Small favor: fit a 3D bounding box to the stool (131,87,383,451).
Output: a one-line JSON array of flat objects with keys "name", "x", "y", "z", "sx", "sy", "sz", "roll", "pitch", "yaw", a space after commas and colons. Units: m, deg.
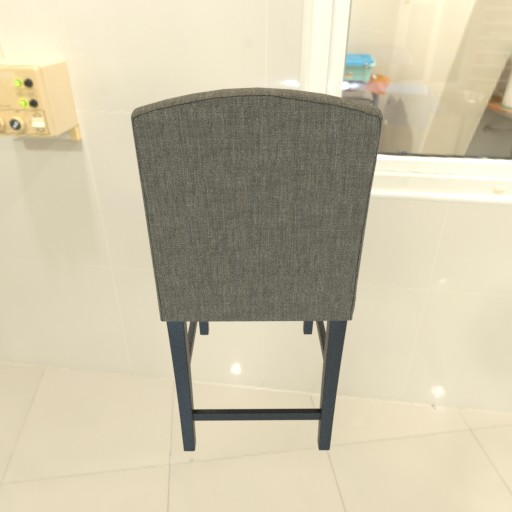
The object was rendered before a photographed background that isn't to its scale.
[{"name": "stool", "x": 0.000, "y": 0.000, "z": 1.221, "sx": 0.451, "sy": 0.966, "sz": 0.552, "roll": 0, "pitch": 31, "yaw": 0}]
